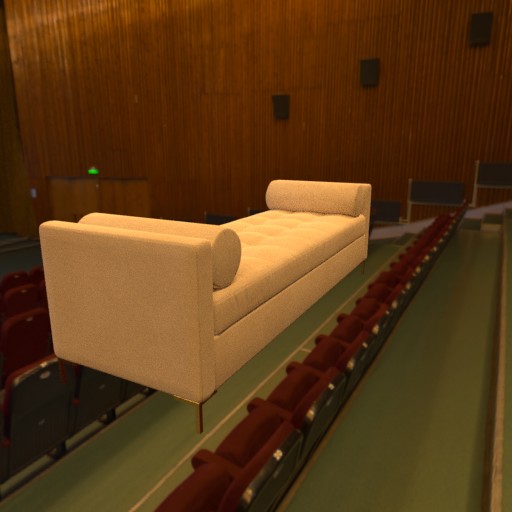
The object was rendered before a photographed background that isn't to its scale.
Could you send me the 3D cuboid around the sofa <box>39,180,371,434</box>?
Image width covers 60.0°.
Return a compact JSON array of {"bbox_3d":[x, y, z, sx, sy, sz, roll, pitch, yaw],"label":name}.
[{"bbox_3d":[0.000,0.000,2.314,0.686,0.635,1.981,8,17,27],"label":"sofa"}]
